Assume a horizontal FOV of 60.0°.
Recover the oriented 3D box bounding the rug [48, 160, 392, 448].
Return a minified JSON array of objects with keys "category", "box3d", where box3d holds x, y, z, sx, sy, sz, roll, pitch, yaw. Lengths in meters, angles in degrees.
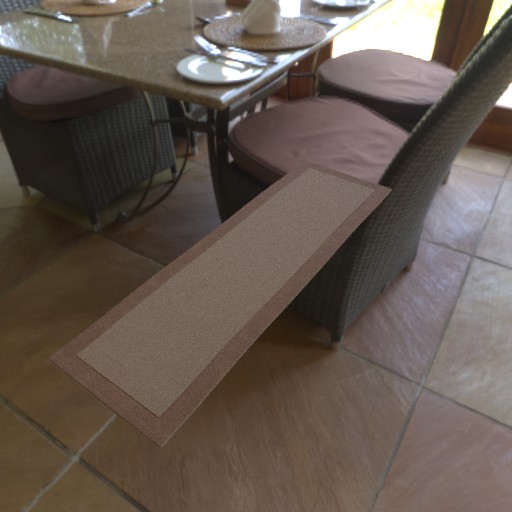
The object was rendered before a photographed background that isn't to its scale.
[{"category":"rug","box3d":[0.000,0.000,2.732,0.767,0.012,2.430,25,47,26]}]
